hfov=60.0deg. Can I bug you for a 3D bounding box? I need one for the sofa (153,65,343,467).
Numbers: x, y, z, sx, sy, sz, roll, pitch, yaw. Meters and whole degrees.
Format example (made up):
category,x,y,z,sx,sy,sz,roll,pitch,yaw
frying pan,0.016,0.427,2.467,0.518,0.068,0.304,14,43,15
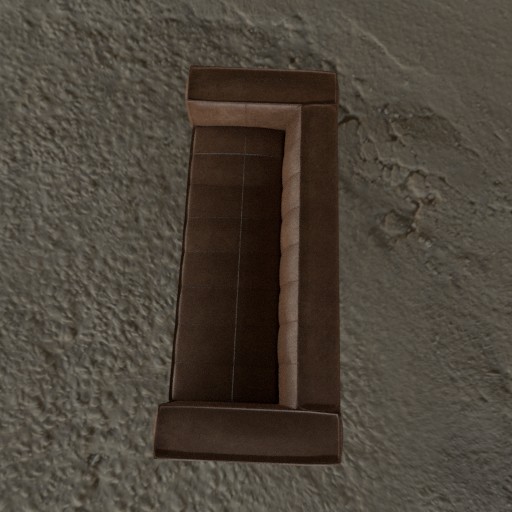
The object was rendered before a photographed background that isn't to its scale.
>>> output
category,x,y,z,sx,sy,sz,roll,pitch,yaw
sofa,0.000,0.000,3.078,1.102,0.701,2.581,2,74,1
